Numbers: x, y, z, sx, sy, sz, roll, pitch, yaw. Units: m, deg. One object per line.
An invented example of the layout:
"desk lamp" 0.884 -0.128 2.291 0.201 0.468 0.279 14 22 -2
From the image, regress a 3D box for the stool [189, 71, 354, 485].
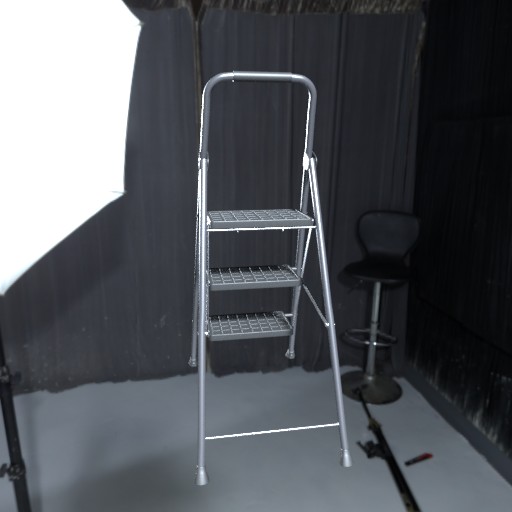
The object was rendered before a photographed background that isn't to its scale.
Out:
"stool" 0.000 0.000 1.484 0.473 1.121 0.733 -2 15 -9
